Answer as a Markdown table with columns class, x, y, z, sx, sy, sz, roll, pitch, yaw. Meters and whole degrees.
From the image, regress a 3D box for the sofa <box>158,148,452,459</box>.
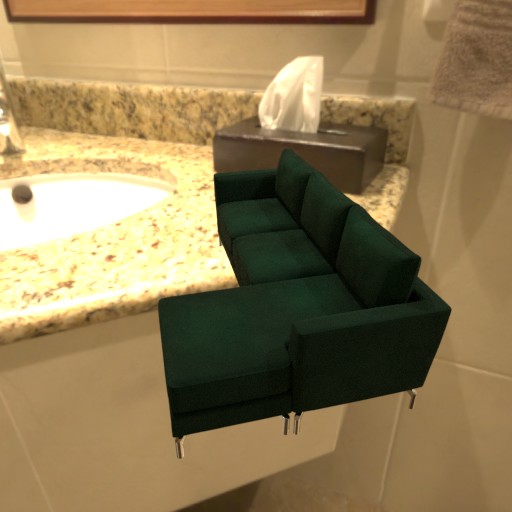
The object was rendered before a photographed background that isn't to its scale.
| class | x | y | z | sx | sy | sz | roll | pitch | yaw |
| --- | --- | --- | --- | --- | --- | --- | --- | --- | --- |
| sofa | 0.000 | 0.000 | 3.269 | 1.489 | 1.007 | 2.441 | -7 | 30 | -13 |
